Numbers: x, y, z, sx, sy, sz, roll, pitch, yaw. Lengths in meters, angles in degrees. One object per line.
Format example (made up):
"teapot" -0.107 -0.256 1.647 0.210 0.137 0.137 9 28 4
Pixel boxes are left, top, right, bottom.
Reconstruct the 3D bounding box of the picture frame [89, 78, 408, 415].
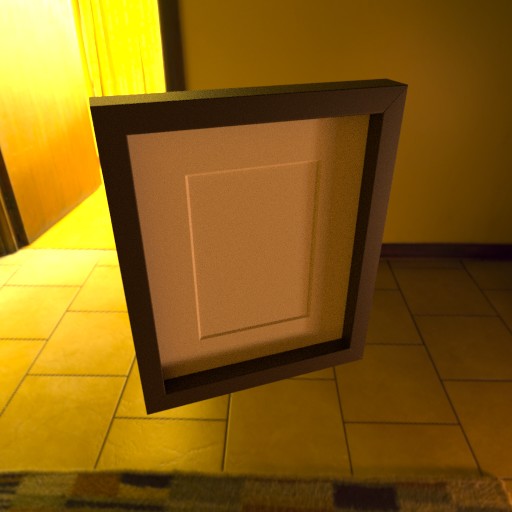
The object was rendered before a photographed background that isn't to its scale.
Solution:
"picture frame" 0.000 0.000 0.397 0.232 0.284 0.042 -10 32 -16
